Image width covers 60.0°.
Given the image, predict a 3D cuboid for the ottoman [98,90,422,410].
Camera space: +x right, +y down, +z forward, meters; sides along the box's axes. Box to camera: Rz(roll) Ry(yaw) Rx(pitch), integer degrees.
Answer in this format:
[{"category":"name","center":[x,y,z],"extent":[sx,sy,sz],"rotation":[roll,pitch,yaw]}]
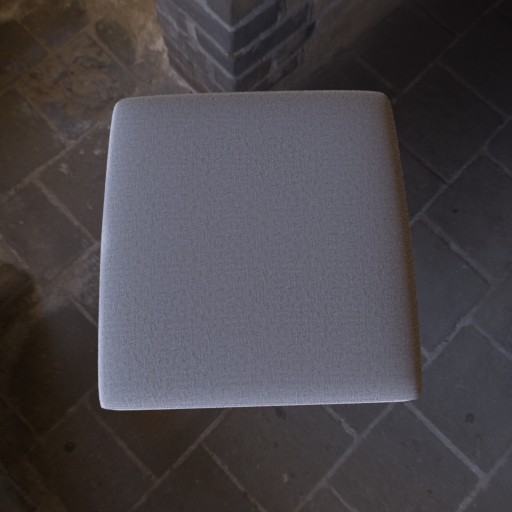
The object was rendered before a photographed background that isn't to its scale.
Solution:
[{"category":"ottoman","center":[0.000,0.000,1.056],"extent":[0.648,0.399,0.655],"rotation":[-2,77,0]}]
